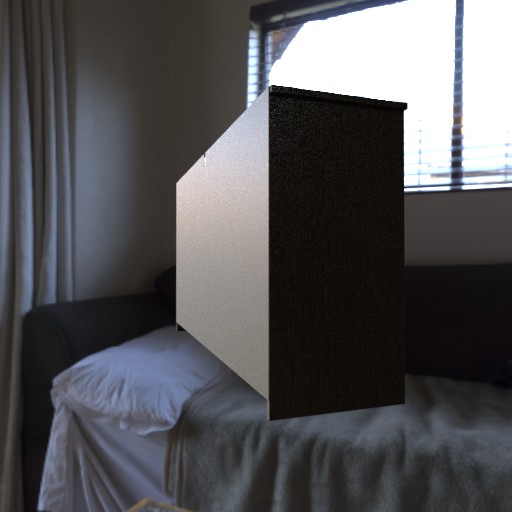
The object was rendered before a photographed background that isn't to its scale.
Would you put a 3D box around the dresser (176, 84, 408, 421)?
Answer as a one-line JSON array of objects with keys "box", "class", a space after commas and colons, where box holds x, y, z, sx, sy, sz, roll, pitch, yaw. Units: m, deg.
[{"box": [0.000, 0.000, 1.691, 0.401, 0.755, 1.360, 0, -1, -19], "class": "dresser"}]
